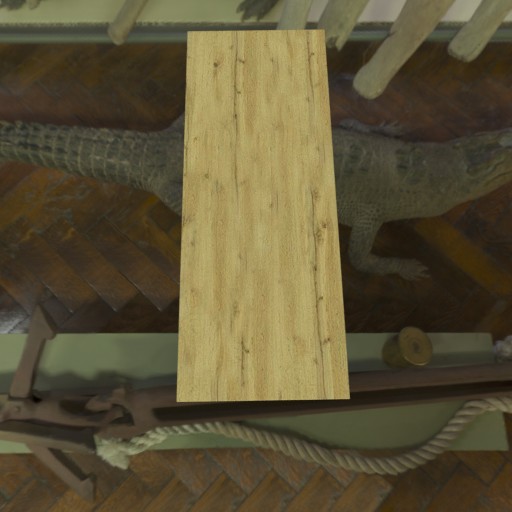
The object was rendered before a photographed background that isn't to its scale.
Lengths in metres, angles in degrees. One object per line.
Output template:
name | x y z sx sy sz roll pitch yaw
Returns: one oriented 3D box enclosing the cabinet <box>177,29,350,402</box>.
cabinet | 0.000 0.000 1.988 0.473 1.397 1.168 -1 75 0
